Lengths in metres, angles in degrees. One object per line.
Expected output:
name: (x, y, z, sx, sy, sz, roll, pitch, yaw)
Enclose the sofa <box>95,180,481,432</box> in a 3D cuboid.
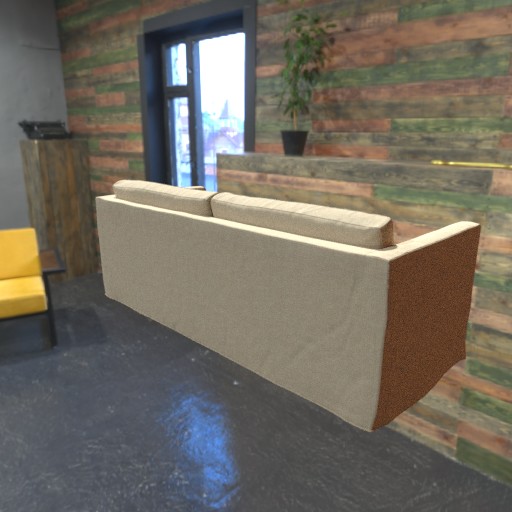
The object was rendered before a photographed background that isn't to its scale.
sofa: (0.000, 0.000, 2.738, 2.312, 0.853, 0.962, 15, 21, 43)
